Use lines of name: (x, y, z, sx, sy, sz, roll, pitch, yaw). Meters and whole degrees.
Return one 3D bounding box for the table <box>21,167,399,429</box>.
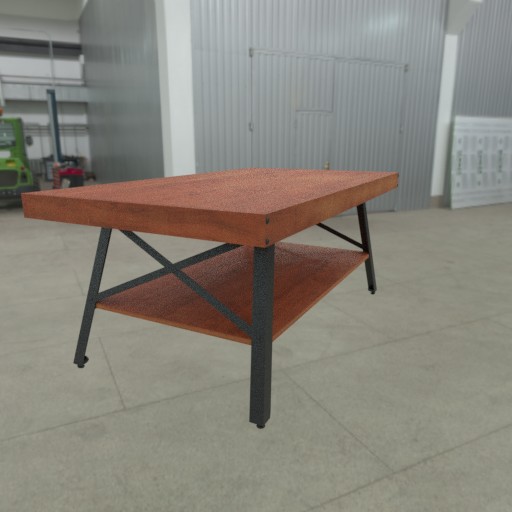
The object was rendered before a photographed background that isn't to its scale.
table: (0.000, 0.000, 1.353, 0.610, 0.457, 1.067, 8, 17, 27)
